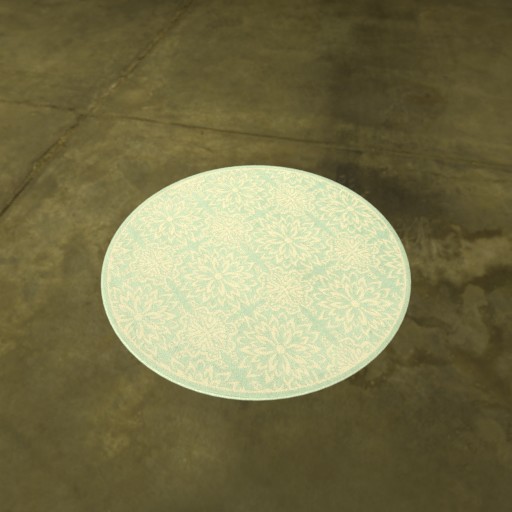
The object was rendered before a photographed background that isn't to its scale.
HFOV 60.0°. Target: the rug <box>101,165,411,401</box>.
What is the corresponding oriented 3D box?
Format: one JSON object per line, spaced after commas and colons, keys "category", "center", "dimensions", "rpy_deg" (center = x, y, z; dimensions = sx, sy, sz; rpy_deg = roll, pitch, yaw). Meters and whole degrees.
{"category": "rug", "center": [0.000, 0.000, 2.339], "dimensions": [1.593, 0.012, 1.593], "rpy_deg": [0, 48, 0]}
